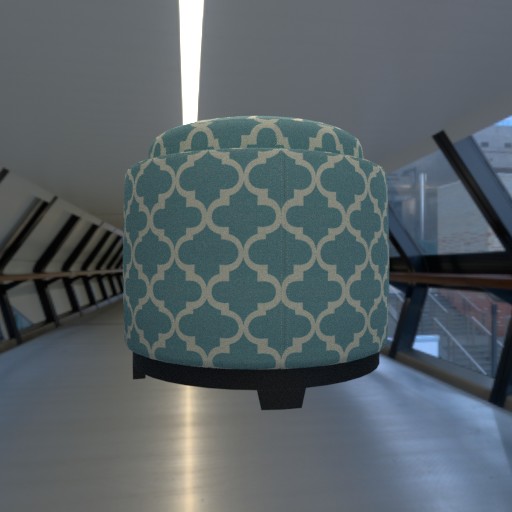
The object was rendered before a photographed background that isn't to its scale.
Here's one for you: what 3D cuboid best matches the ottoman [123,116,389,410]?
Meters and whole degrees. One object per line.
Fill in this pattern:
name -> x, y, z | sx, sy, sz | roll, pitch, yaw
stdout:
ottoman -> 0.000, 0.000, 0.834 | 0.480, 0.429, 0.480 | 0, -1, 0
